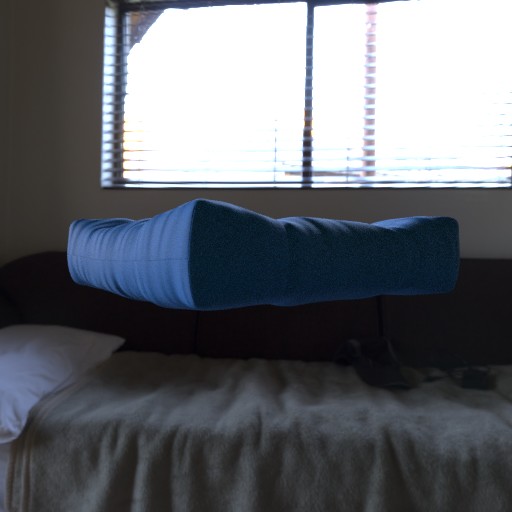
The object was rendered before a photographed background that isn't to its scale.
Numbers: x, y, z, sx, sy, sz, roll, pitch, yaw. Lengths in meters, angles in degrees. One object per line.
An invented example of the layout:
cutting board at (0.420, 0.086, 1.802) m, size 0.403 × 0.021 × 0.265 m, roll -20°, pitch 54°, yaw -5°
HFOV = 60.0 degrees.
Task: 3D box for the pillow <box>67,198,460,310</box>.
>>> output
pillow at (0.000, 0.000, 0.731) m, size 0.490 × 0.128 × 0.468 m, roll 0°, pitch 1°, yaw -37°
